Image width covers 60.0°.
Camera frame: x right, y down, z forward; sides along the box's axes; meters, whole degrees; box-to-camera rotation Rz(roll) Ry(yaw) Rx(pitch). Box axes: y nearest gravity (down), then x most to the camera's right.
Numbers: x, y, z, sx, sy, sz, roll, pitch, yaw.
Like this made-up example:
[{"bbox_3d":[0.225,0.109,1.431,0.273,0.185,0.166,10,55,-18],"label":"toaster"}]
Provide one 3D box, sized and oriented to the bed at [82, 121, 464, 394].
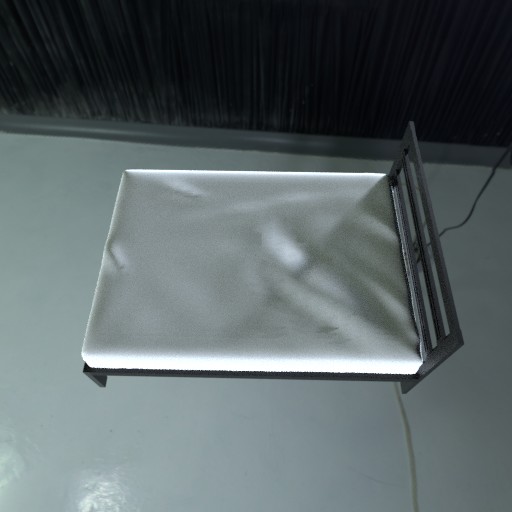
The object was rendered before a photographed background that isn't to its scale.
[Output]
[{"bbox_3d":[0.000,0.000,2.945,2.062,0.967,1.524,1,59,1],"label":"bed"}]
